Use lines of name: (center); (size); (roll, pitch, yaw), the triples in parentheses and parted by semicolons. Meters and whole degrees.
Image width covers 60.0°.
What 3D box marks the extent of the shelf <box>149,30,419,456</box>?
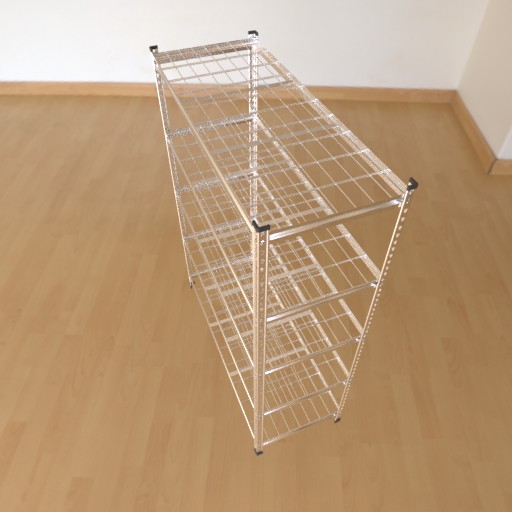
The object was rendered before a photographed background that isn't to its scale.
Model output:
shelf: (0.000, 0.000, 2.663); (0.610, 1.981, 1.524); (-16, 49, -15)
